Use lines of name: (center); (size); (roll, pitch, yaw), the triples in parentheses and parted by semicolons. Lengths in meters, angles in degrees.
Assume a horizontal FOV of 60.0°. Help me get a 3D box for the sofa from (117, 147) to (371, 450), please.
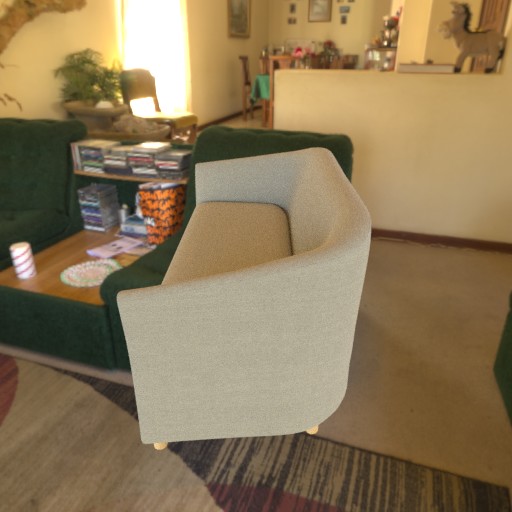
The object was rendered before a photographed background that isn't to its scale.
sofa: (0.000, 0.000, 1.868); (0.705, 0.721, 1.452); (0, 25, 1)
